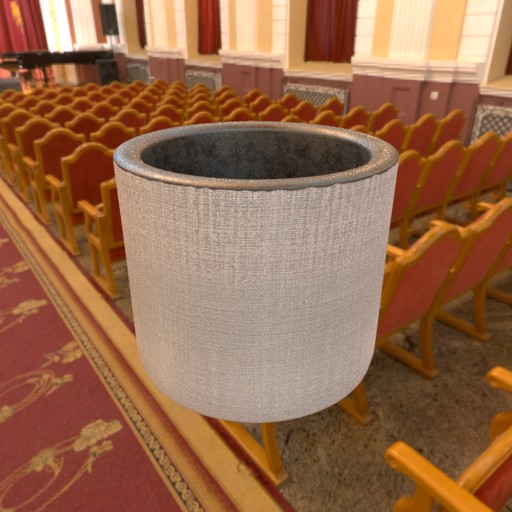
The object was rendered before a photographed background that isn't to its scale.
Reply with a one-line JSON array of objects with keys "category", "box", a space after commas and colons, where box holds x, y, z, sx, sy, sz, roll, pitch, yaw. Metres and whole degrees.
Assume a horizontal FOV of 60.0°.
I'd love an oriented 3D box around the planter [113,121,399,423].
[{"category": "planter", "box": [0.000, 0.000, 0.222, 0.125, 0.112, 0.125, 0, 26, 0]}]
